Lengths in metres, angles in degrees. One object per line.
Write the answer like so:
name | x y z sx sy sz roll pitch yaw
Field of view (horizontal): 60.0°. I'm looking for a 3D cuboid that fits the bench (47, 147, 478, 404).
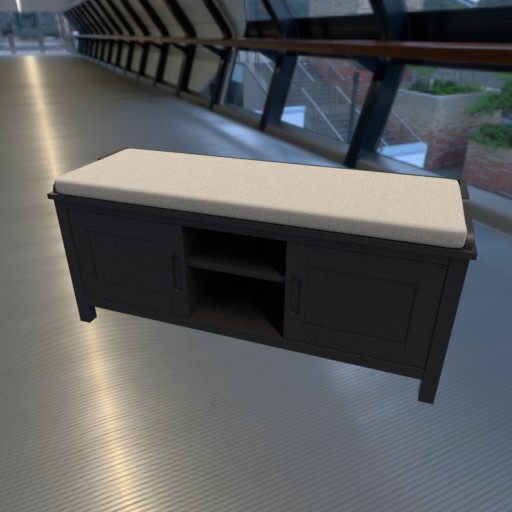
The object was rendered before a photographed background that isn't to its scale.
bench | 0.000 0.000 1.371 1.140 0.501 0.398 9 29 17
